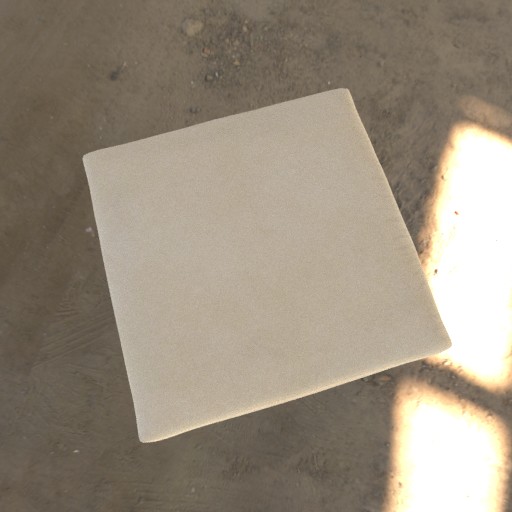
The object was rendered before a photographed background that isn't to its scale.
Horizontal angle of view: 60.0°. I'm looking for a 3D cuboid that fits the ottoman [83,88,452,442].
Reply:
[{"bbox_3d":[0.000,0.000,1.886,1.205,0.522,1.190,-16,75,-4],"label":"ottoman"}]
